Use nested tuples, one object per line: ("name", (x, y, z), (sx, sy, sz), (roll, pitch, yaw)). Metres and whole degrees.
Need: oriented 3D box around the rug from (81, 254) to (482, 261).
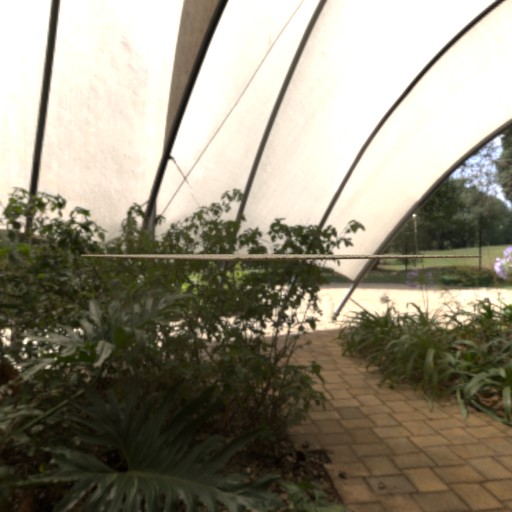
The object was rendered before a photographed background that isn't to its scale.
("rug", (0.000, 0.000, 4.202), (2.441, 0.017, 3.050), (0, 1, -35))
